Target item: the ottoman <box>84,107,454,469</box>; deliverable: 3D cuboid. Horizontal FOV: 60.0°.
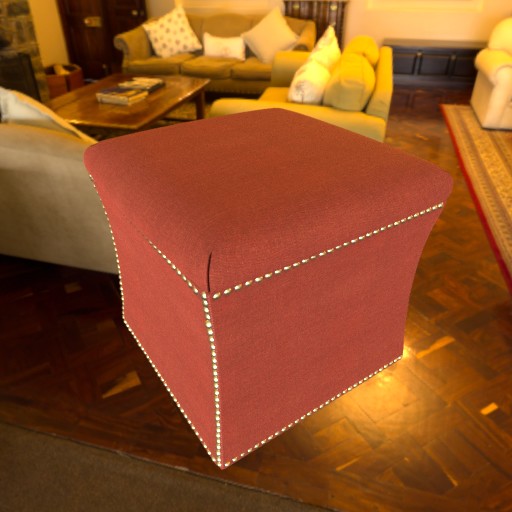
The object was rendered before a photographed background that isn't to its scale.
[{"bbox_3d":[0.000,0.000,0.901,0.497,0.475,0.507,-21,39,-28],"label":"ottoman"}]
